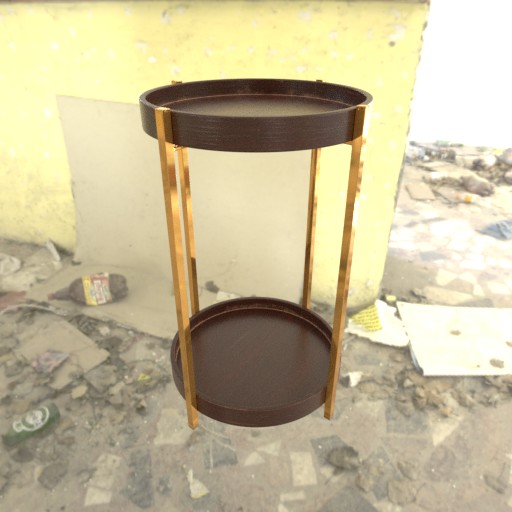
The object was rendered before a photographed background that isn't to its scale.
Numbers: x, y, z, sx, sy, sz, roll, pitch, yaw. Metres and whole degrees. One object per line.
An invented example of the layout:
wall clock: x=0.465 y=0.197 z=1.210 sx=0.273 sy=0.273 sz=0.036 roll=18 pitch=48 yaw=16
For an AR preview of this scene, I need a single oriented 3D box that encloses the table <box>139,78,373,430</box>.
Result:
table: x=0.000 y=0.000 z=0.863 sx=0.400 sy=0.610 sz=0.400 roll=22 pitch=36 yaw=34
